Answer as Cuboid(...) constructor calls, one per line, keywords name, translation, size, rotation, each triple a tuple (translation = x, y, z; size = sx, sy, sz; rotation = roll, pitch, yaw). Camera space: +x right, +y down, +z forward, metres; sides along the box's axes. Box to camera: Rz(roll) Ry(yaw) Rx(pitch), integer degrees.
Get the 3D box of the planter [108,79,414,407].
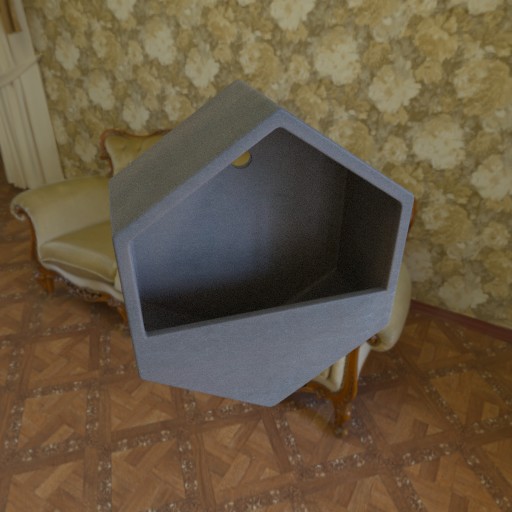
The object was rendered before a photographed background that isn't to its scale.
Cuboid(name="planter", translation=(0.000, 0.000, 0.291), size=(0.169, 0.206, 0.077), rotation=(-9, 33, -14))
